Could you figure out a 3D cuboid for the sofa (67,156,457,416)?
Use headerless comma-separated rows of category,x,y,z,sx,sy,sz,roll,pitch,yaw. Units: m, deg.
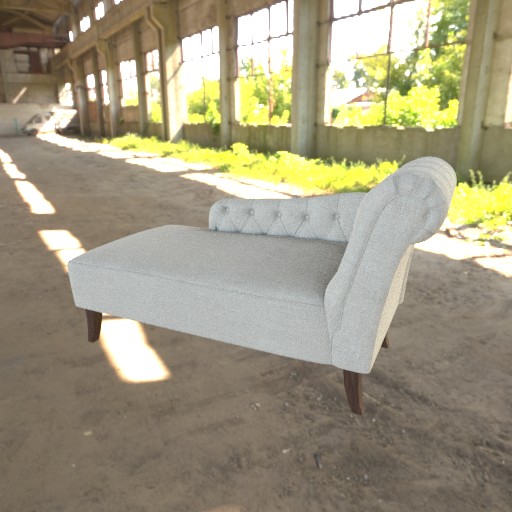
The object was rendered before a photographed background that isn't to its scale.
sofa,0.000,0.000,1.771,1.379,0.787,0.675,8,19,24
